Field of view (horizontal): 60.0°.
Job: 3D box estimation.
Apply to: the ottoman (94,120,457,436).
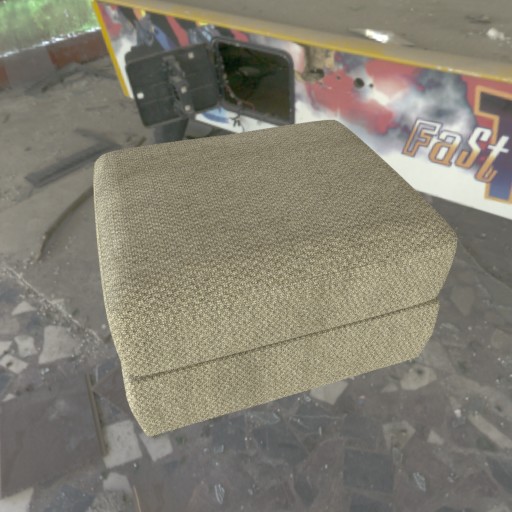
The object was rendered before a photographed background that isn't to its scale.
[{"bbox_3d":[0.000,0.000,1.148,0.751,0.476,0.603,-12,43,-13],"label":"ottoman"}]
